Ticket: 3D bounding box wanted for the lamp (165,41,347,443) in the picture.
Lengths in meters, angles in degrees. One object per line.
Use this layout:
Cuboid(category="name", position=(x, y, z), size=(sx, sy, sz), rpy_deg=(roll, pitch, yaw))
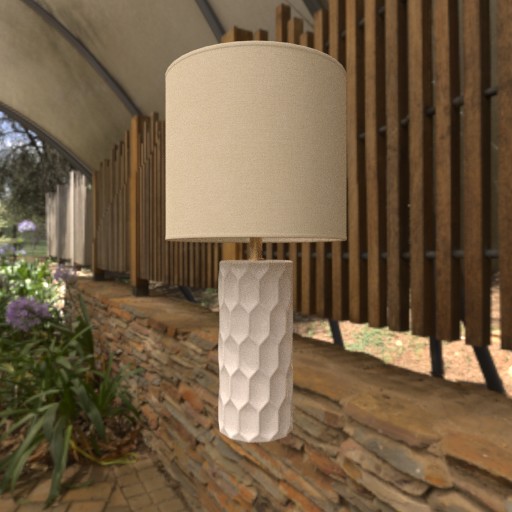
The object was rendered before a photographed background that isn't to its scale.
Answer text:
Cuboid(category="lamp", position=(0.000, 0.000, 0.690), size=(0.277, 0.537, 0.277), rpy_deg=(0, 0, -35))
